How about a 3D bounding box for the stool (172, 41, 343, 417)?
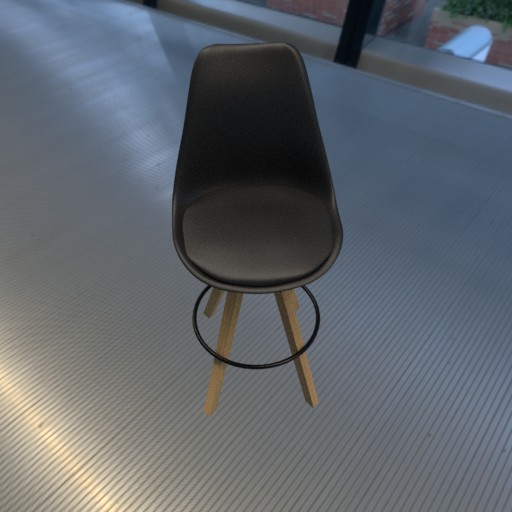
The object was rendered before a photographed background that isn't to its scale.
[{"bbox_3d":[0.000,0.000,1.408,0.485,1.115,0.550,-4,46,-3],"label":"stool"}]
